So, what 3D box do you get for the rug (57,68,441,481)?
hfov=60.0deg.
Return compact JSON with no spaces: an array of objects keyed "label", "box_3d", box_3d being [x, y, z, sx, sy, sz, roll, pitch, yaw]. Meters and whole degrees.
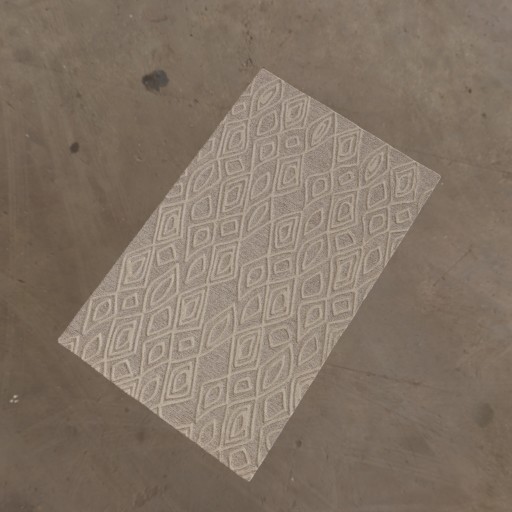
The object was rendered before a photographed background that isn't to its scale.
[{"label":"rug","box_3d":[0.000,0.000,3.042,1.546,0.010,2.442,34,81,6]}]
